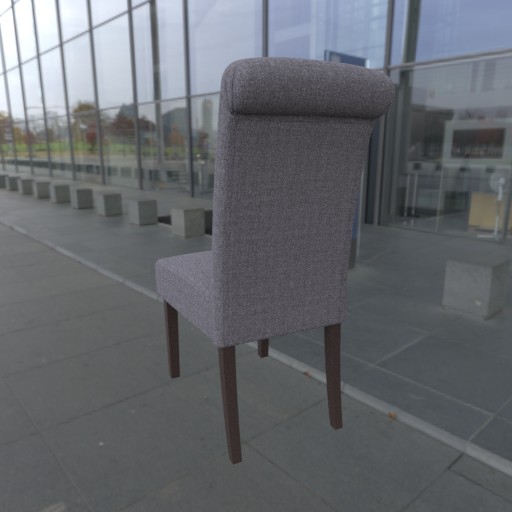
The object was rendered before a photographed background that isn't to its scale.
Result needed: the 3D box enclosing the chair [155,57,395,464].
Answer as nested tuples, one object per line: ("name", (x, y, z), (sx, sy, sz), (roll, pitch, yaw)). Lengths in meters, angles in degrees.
("chair", (0.000, 0.000, 1.334), (0.456, 1.006, 0.671), (-7, 15, -26))
